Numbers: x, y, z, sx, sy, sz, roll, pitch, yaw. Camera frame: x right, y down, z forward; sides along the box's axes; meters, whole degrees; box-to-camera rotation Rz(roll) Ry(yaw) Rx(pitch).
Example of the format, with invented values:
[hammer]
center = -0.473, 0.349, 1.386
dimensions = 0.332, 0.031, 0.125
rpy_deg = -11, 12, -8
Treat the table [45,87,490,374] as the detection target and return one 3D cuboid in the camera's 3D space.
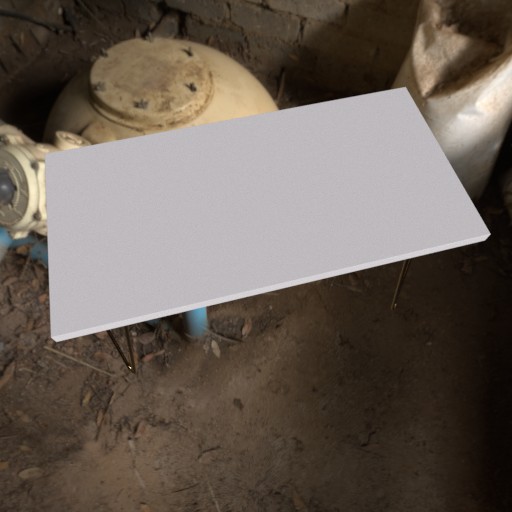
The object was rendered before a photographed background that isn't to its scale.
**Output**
[table]
center = 0.000, 0.000, 1.367
dimensions = 0.991, 0.660, 0.498
rpy_deg = -13, 63, -7
